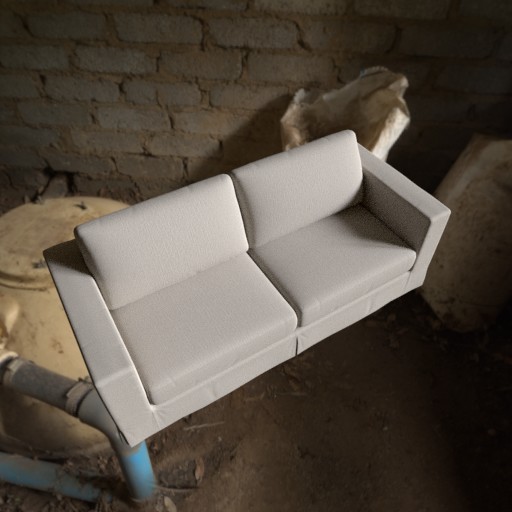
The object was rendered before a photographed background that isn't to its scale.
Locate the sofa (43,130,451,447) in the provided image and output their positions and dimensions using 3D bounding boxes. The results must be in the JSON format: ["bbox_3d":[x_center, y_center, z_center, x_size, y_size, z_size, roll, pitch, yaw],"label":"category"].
[{"bbox_3d":[0.000,0.000,2.639,2.163,0.881,0.954,-24,51,-21],"label":"sofa"}]
